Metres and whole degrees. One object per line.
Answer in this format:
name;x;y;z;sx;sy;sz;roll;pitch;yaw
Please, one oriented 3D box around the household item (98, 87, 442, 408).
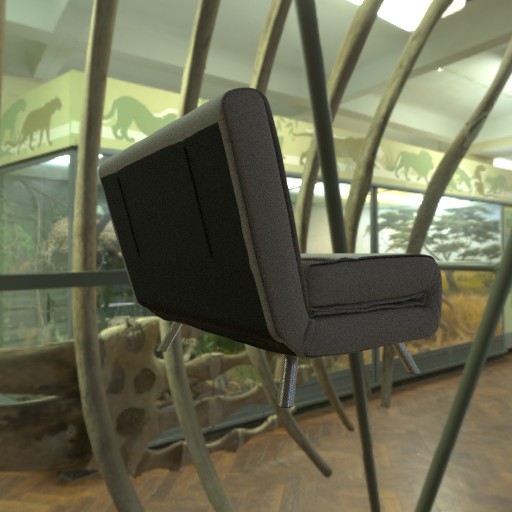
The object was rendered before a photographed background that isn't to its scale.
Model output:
household item;0.000;0.000;1.637;0.874;0.800;1.000;0;0;-35
